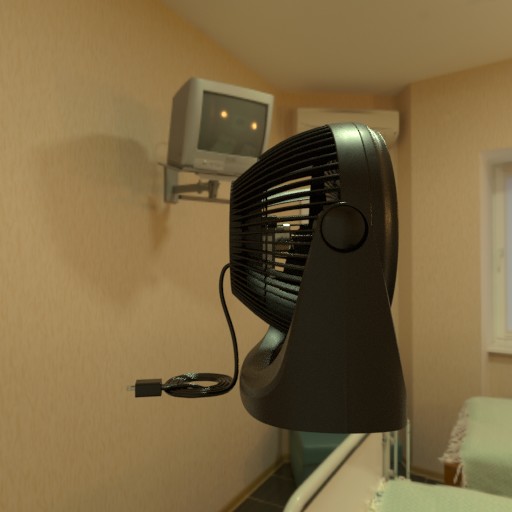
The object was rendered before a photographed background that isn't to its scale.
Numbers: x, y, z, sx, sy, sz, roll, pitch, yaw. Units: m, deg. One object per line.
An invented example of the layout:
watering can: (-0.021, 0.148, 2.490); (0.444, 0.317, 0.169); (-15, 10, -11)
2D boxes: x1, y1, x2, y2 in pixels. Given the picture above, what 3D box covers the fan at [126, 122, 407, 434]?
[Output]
fan: (0.000, 0.000, 0.476); (0.256, 0.277, 0.273); (0, -1, 0)
